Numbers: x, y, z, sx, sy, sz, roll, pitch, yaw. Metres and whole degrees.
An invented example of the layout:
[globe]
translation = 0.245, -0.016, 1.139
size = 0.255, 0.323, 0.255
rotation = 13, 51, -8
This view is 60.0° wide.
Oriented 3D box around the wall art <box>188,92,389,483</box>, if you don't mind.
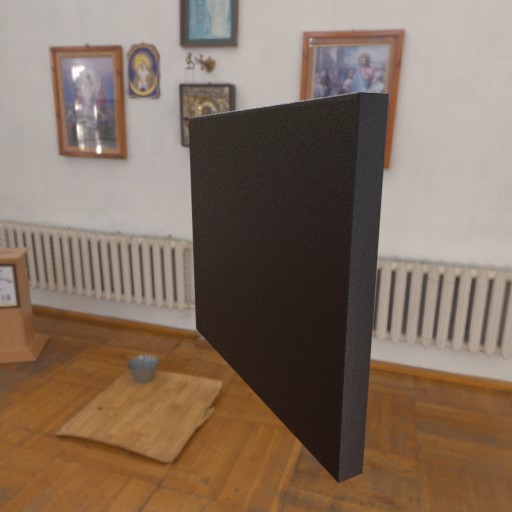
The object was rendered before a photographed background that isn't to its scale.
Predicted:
[wall art]
translation = 0.000, 0.000, 0.525
size = 0.028, 0.330, 0.380
rotation = -7, 16, -26
